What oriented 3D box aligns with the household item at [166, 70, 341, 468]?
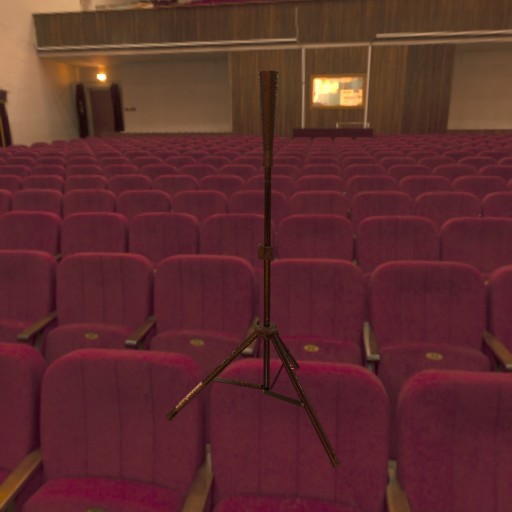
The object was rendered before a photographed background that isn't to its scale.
[{"bbox_3d":[0.000,0.000,1.395,0.559,1.067,0.559,2,15,8],"label":"household item"}]
